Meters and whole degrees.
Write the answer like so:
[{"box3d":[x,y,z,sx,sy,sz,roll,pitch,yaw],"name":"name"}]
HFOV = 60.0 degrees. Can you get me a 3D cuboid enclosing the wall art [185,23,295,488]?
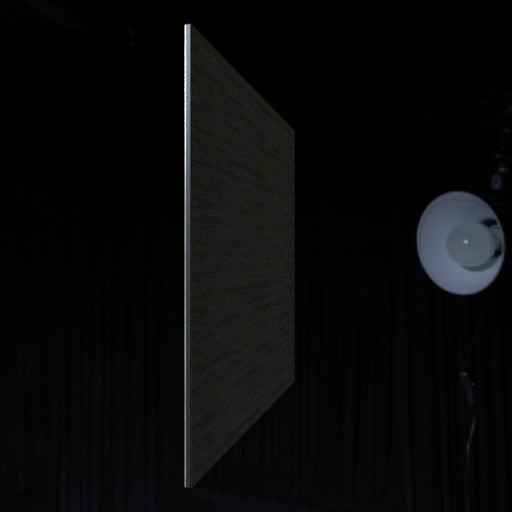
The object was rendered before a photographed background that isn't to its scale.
[{"box3d":[0.000,0.000,0.760,0.009,0.559,0.483,0,0,20],"name":"wall art"}]
